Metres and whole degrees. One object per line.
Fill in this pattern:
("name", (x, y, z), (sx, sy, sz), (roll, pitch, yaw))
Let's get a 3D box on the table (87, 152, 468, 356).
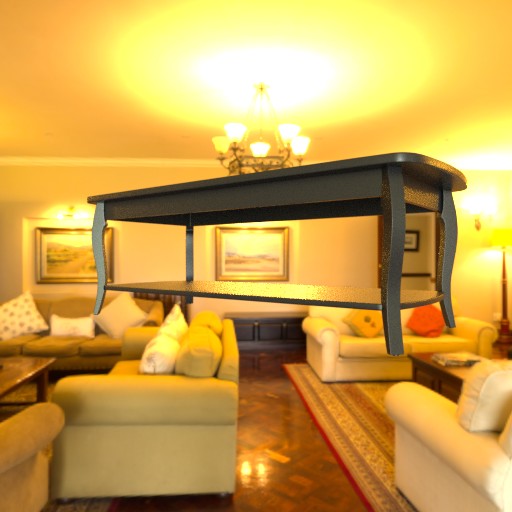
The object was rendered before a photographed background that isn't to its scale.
("table", (0.000, 0.000, 1.565), (1.333, 0.457, 0.571), (0, 0, 37))
